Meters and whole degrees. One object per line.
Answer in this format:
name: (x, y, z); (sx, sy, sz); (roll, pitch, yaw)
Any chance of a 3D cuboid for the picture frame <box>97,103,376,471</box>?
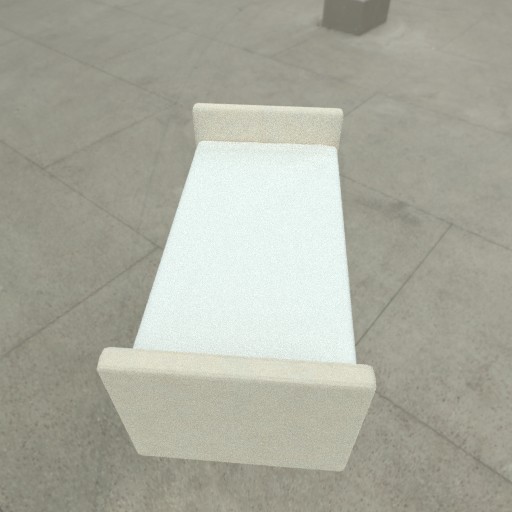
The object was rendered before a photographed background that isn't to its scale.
picture frame: (0.000, 0.000, 2.721); (1.069, 0.891, 2.161); (3, 46, 3)
